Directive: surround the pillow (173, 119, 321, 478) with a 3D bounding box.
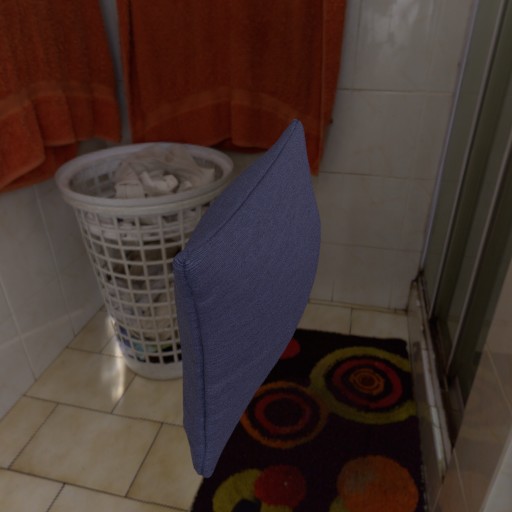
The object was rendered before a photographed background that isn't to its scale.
[{"bbox_3d":[0.000,0.000,0.777,0.210,0.338,0.633,8,31,13],"label":"pillow"}]
